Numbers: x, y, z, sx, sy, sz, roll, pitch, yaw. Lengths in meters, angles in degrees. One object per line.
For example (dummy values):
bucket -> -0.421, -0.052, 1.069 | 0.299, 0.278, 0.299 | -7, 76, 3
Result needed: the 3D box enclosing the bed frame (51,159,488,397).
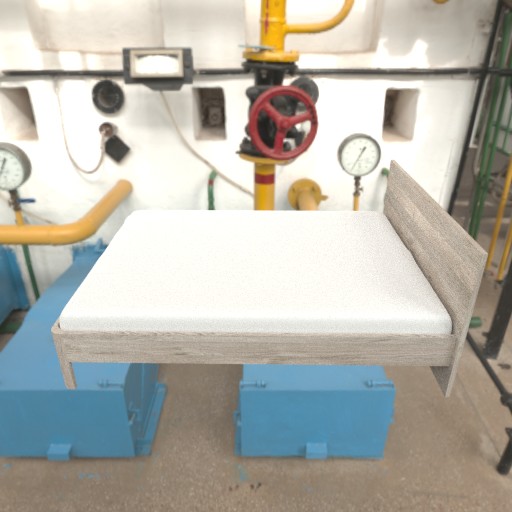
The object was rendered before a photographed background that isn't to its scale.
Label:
bed frame -> 0.000, 0.000, 2.698 | 1.950, 0.800, 1.490 | 0, 27, 1
